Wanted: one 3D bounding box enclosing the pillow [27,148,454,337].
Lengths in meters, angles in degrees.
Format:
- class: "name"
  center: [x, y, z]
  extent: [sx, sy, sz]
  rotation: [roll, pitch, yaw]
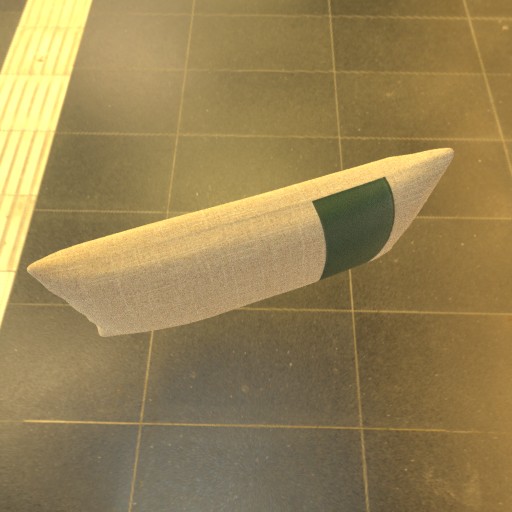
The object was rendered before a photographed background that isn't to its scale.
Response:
- class: "pillow"
  center: [0.000, 0.000, 1.036]
  extent: [0.859, 0.429, 0.197]
  rotation: [-17, 65, -8]
